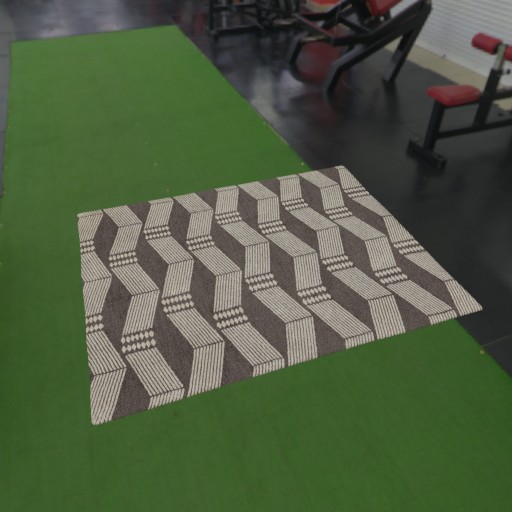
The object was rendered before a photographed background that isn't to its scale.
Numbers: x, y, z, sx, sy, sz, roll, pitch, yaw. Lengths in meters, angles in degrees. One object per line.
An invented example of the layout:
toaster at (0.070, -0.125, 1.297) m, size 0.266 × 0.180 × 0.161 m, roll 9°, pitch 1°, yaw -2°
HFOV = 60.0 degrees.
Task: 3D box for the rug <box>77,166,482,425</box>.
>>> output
rug at (0.000, 0.000, 4.064) m, size 3.048 × 0.016 × 2.438 m, roll -13°, pitch 43°, yaw -14°
